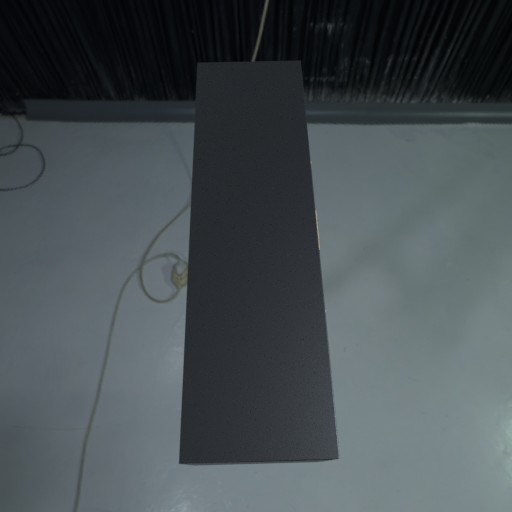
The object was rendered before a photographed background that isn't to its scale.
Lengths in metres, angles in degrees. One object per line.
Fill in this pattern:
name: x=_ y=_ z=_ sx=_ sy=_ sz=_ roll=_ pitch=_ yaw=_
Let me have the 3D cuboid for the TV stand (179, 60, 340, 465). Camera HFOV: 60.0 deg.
TV stand: x=0.000 y=0.000 z=1.546 sx=0.390 sy=0.518 sz=1.312 roll=-1 pitch=64 yaw=-1
